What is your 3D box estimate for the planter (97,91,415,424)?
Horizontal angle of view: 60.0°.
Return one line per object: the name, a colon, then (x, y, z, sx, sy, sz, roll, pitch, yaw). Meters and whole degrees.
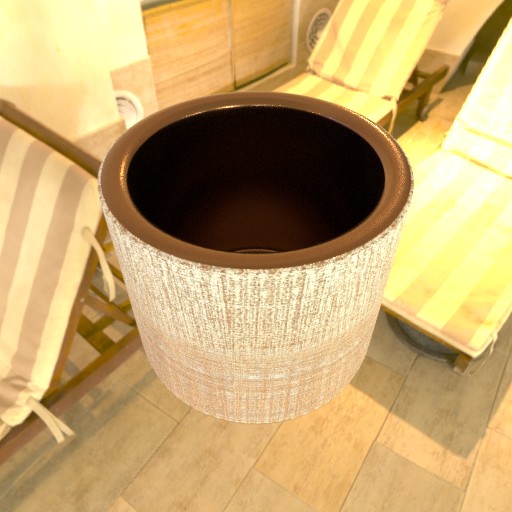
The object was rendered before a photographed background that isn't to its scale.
planter: (0.000, 0.000, 0.187, 0.109, 0.096, 0.109, 0, 45, 0)
